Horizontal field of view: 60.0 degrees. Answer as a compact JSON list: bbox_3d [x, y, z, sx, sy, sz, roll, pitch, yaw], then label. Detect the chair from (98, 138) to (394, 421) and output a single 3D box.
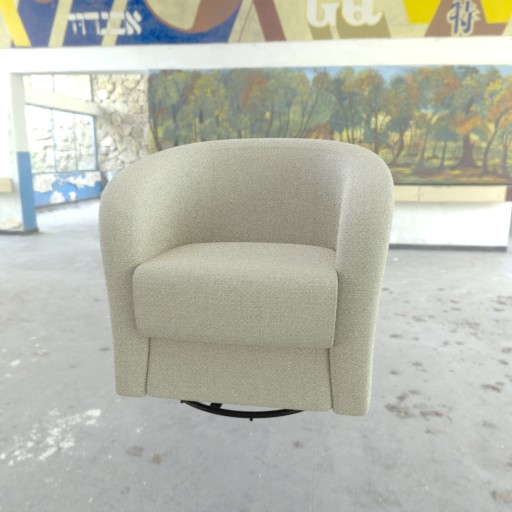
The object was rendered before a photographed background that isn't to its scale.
[{"bbox_3d":[0.000,0.000,1.442,0.791,0.771,0.815,2,13,9],"label":"chair"}]
